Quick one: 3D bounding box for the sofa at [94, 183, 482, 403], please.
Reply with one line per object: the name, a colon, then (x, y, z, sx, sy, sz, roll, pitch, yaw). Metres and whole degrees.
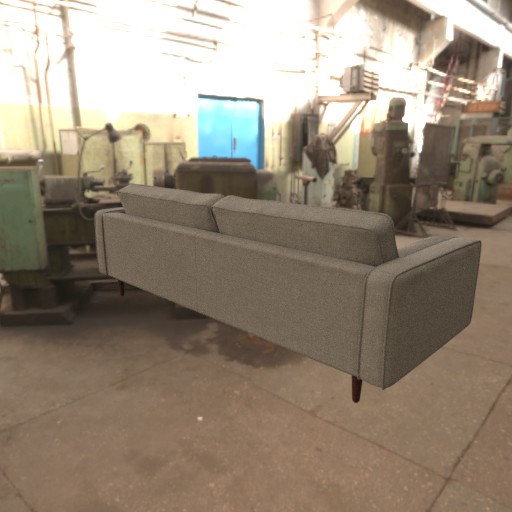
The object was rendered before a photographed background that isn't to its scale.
sofa: (0.000, 0.000, 2.601, 2.211, 0.762, 0.914, 14, 20, 42)
